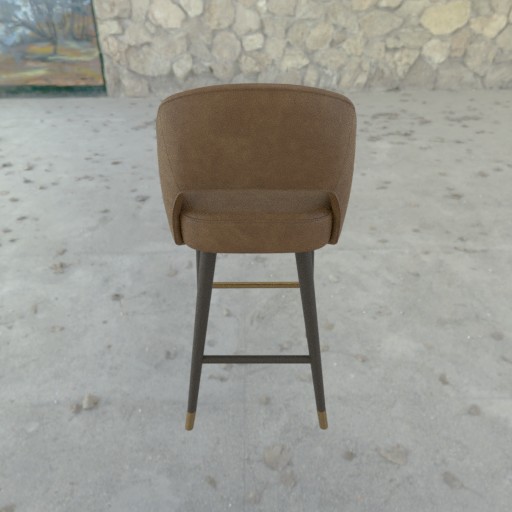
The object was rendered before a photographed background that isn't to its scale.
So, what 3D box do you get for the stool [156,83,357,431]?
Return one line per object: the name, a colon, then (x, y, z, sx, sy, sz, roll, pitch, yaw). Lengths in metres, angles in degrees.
stool: (0.000, 0.000, 1.307, 0.494, 1.037, 0.509, 0, 30, 0)
